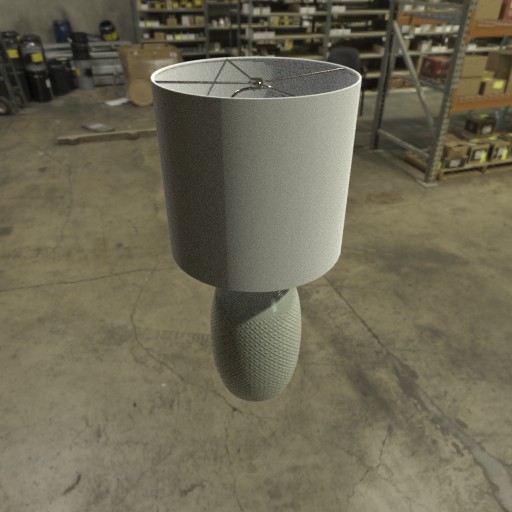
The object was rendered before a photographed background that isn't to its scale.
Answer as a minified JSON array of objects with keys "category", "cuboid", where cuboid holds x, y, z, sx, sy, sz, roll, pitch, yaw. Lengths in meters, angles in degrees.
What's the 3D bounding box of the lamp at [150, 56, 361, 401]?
[{"category":"lamp","cuboid":[0.000,0.000,0.585,0.217,0.453,0.217,-11,34,-17]}]
